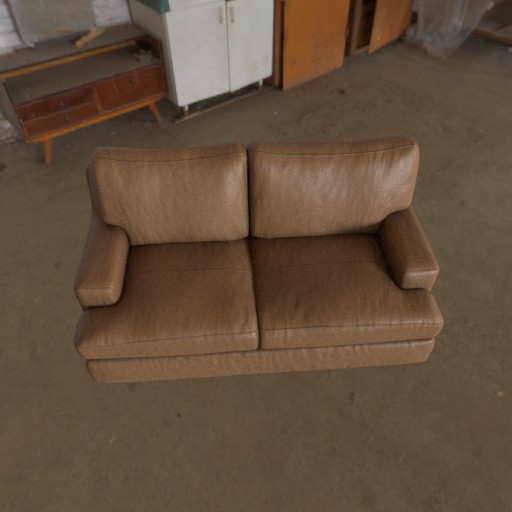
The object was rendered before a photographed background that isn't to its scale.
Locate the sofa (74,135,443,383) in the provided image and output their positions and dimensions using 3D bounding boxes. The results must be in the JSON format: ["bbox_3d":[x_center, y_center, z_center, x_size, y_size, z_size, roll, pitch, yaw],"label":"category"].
[{"bbox_3d":[0.000,0.000,2.394,1.855,0.980,0.962,-3,47,-3],"label":"sofa"}]
